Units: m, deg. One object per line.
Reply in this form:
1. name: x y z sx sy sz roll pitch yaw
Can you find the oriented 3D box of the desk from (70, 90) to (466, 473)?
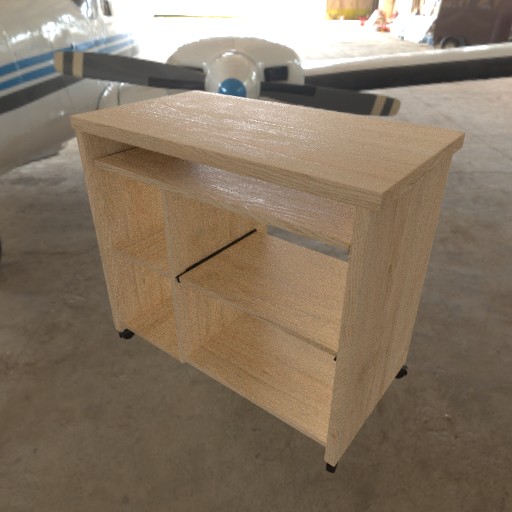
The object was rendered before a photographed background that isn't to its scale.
1. desk: 0.000 0.000 1.304 0.885 0.770 0.480 21 36 32
